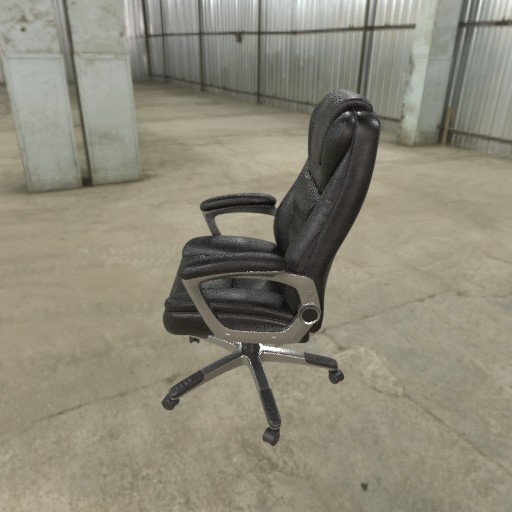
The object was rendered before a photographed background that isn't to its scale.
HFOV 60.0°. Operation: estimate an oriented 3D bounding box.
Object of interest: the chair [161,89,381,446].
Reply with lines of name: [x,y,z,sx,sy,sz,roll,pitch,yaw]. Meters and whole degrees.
chair: [0.000,0.000,1.540,0.689,1.075,0.697,0,25,0]
